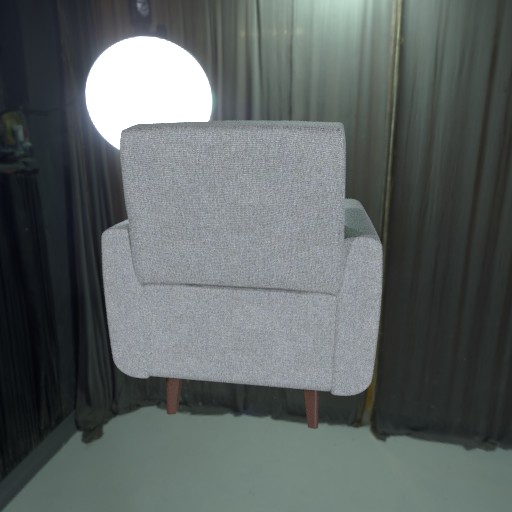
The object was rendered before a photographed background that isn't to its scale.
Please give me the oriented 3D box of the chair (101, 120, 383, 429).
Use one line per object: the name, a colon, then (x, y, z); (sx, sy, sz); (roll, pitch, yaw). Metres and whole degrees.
chair: (0.000, 0.000, 1.685); (0.845, 0.968, 0.942); (2, 15, 9)
